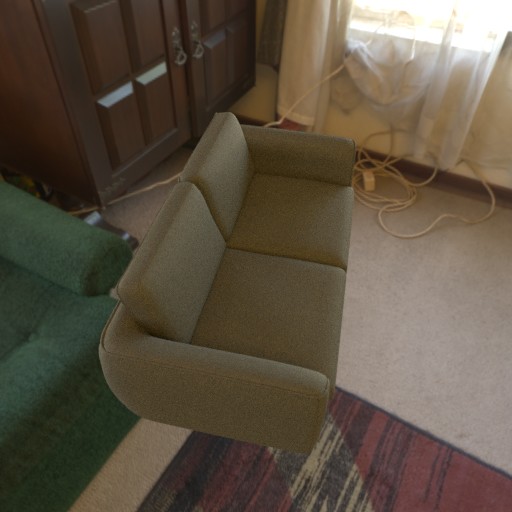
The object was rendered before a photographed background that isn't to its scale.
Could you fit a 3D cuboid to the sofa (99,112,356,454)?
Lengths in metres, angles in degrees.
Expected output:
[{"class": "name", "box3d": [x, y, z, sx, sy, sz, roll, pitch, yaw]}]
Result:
[{"class": "sofa", "box3d": [0.000, 0.000, 2.226, 0.920, 0.850, 1.700, 9, 46, 9]}]
